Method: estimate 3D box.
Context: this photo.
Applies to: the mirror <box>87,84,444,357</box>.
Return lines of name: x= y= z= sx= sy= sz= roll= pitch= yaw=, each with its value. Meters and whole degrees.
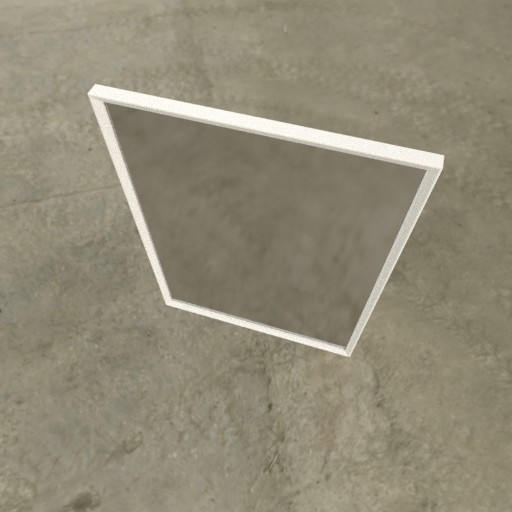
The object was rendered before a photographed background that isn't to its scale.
mirror: x=0.000 y=0.000 z=1.346 sx=0.762 sy=1.016 sz=0.041 roll=14 pitch=58 yaw=9
